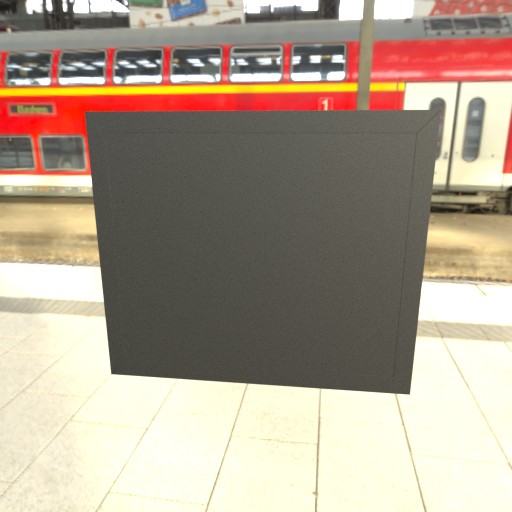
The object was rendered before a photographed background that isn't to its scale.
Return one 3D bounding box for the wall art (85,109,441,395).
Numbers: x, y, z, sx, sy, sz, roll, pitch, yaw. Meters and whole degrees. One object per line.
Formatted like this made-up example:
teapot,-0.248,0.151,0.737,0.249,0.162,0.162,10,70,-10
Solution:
wall art,0.000,0.000,0.530,0.381,0.330,0.029,2,16,7
